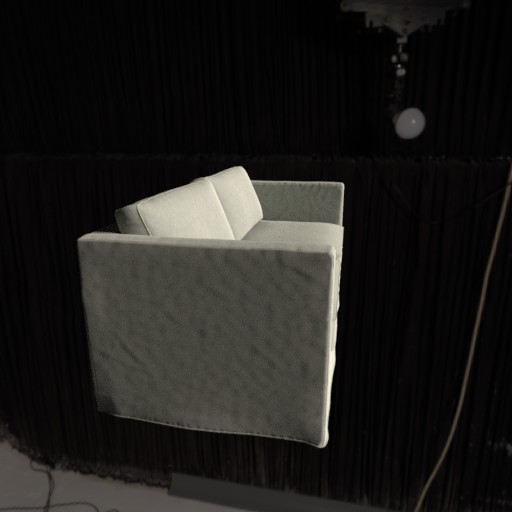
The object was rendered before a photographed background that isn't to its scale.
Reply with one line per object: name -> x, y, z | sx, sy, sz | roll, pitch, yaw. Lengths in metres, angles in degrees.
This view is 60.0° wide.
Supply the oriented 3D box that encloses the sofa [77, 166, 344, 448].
sofa -> 0.000, 0.000, 2.485 | 0.940, 0.870, 1.987 | 3, 16, 11
